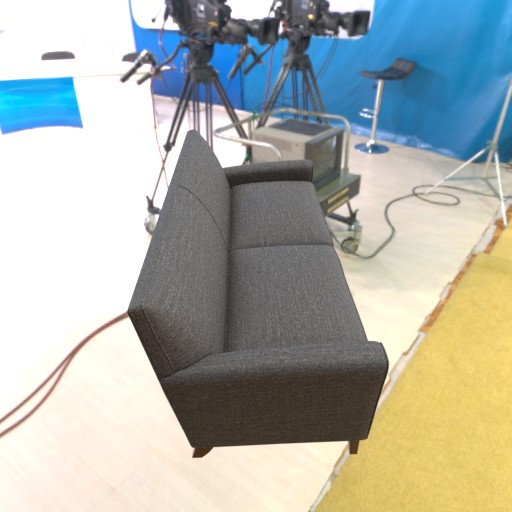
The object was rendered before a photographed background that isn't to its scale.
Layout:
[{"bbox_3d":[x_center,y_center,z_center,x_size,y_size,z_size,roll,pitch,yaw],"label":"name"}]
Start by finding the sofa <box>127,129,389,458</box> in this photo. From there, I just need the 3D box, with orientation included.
[{"bbox_3d":[0.000,0.000,2.424,0.875,0.846,1.976,-1,32,-2],"label":"sofa"}]
